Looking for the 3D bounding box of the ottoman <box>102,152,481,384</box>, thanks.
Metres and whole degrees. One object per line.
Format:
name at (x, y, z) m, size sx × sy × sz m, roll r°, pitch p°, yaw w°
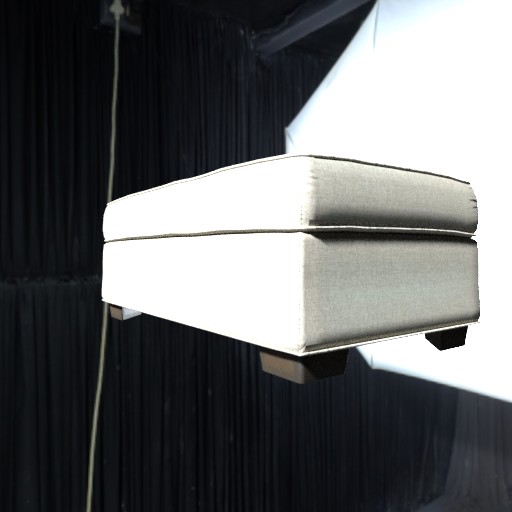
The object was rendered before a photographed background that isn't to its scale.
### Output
ottoman at (0.000, 0.000, 1.367) m, size 0.617 × 0.448 × 1.097 m, roll 0°, pitch 1°, yaw -36°
